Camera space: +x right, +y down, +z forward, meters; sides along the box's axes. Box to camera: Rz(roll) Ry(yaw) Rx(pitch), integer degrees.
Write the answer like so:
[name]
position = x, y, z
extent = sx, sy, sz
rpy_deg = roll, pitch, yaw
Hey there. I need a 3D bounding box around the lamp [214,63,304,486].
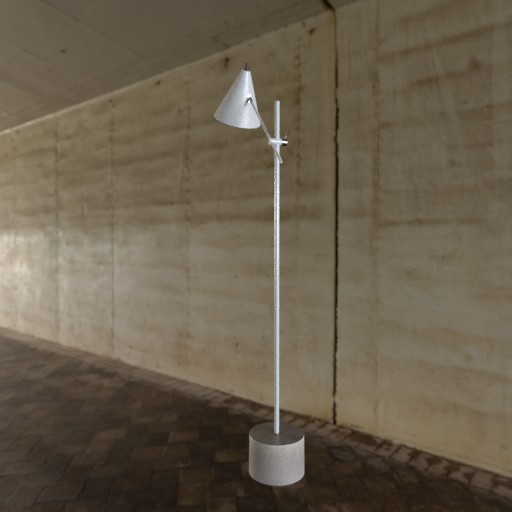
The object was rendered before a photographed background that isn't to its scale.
[lamp]
position = 0.000, 0.000, 1.610
extent = 0.223, 1.430, 0.508
rpy_deg = -1, 2, -19
